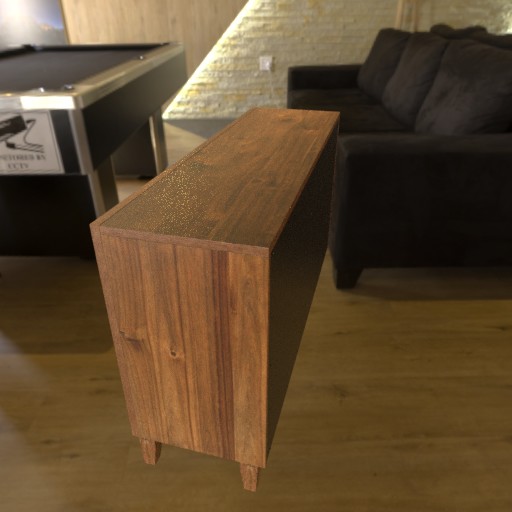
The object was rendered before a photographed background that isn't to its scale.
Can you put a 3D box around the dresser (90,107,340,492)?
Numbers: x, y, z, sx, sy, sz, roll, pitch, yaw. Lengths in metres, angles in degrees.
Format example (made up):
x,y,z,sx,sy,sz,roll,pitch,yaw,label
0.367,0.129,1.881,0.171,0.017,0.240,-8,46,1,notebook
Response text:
x,y,z,sx,sy,sz,roll,pitch,yaw,label
0.000,0.000,1.783,0.446,0.873,1.400,8,31,13,dresser
